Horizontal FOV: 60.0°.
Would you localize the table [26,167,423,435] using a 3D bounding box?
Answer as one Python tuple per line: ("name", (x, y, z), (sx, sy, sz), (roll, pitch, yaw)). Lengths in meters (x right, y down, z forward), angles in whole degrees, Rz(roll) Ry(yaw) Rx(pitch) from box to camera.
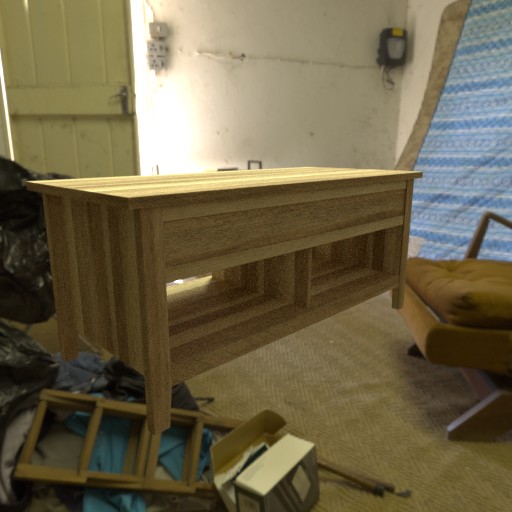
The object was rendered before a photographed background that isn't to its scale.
("table", (0.000, 0.000, 1.344), (1.095, 0.480, 0.493), (-13, 19, -43))
